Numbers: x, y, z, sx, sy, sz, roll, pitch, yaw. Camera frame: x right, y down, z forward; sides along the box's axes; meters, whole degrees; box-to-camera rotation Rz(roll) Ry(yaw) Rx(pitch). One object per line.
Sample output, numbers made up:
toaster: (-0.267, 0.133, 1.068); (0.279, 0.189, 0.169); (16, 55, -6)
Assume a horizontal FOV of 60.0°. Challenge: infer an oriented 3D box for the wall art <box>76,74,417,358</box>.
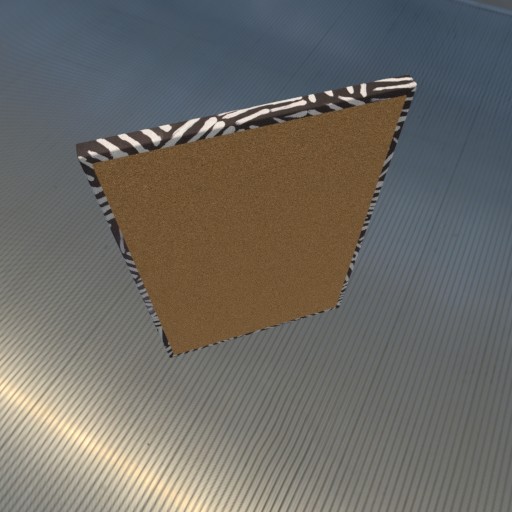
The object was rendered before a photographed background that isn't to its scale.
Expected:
wall art: (0.000, 0.000, 1.156); (0.615, 0.918, 0.035); (-15, 58, -10)
